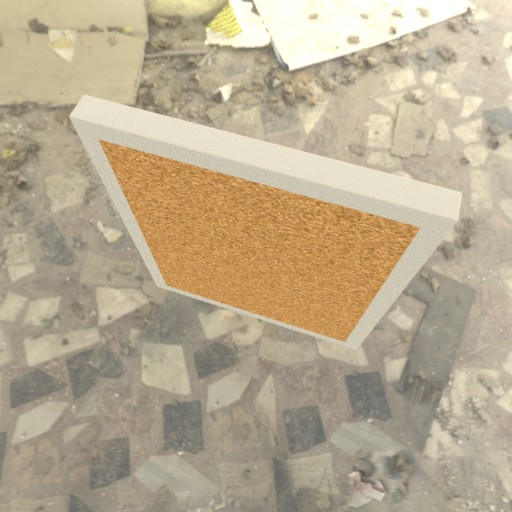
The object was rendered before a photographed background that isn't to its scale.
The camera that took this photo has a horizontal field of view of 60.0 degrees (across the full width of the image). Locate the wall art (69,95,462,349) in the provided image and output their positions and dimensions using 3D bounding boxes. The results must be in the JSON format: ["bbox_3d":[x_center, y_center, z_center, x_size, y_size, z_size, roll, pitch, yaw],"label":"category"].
[{"bbox_3d":[0.000,0.000,0.533,0.331,0.381,0.028,17,65,8],"label":"wall art"}]
